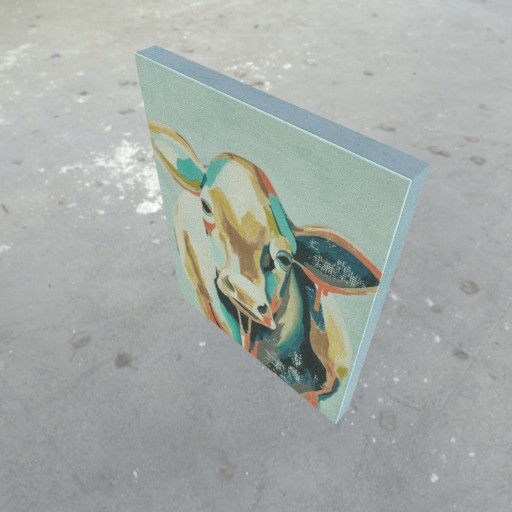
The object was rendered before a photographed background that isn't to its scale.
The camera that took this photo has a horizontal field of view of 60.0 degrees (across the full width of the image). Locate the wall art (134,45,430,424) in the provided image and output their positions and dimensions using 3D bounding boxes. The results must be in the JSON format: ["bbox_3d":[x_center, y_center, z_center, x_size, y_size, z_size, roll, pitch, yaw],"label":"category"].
[{"bbox_3d":[0.000,0.000,0.680,0.409,0.509,0.037,34,55,28],"label":"wall art"}]
